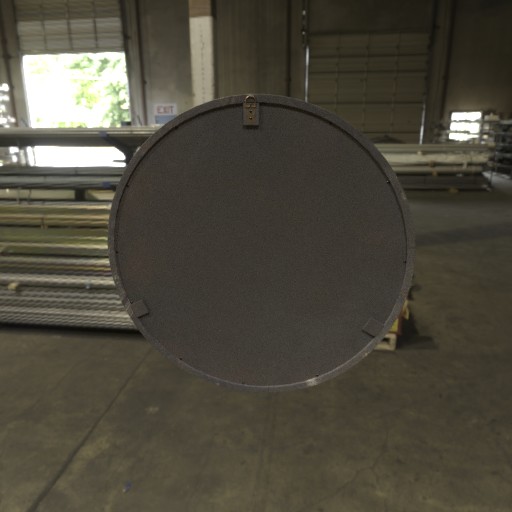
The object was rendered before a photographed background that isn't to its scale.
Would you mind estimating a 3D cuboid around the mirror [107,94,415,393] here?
[{"bbox_3d":[0.000,0.000,1.035,0.710,0.710,0.038,2,16,7],"label":"mirror"}]
